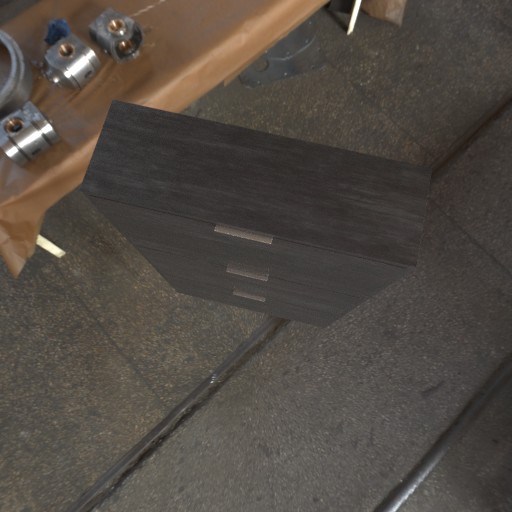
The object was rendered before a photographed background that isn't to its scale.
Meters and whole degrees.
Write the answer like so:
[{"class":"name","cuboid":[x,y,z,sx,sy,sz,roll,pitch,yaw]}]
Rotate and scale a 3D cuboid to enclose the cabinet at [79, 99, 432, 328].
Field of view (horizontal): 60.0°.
[{"class":"cabinet","cuboid":[0.000,0.000,1.602,0.750,1.280,0.250,13,76,3]}]
